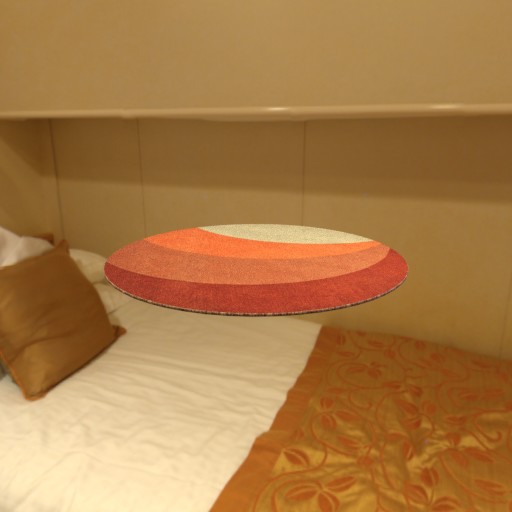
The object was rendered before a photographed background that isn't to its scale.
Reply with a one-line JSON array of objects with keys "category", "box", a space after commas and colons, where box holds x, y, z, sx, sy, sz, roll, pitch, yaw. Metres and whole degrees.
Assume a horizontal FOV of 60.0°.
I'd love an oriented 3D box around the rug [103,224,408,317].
[{"category": "rug", "box": [0.000, 0.000, 2.316, 1.514, 0.015, 1.514, 0, 16, 0]}]
